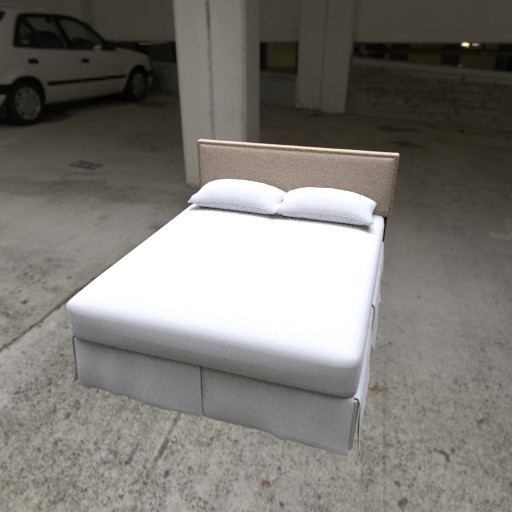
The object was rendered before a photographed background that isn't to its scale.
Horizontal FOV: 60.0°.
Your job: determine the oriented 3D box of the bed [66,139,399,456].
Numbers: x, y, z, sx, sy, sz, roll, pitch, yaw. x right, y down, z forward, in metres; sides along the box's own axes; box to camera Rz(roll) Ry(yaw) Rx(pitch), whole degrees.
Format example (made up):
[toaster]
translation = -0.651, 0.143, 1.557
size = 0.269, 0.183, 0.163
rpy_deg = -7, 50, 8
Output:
[bed]
translation = 0.000, 0.000, 2.857
size = 1.616, 1.016, 1.876
rpy_deg = 8, 28, 16
